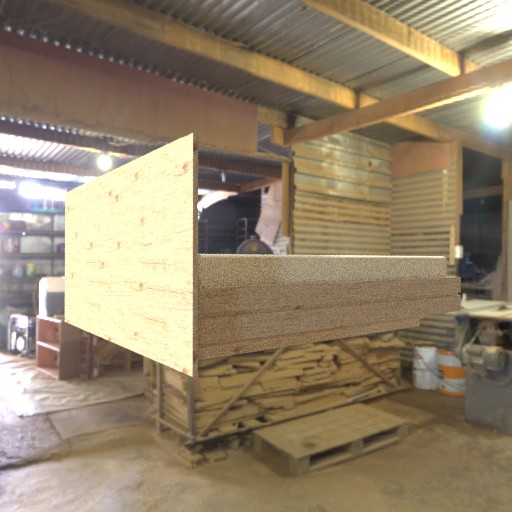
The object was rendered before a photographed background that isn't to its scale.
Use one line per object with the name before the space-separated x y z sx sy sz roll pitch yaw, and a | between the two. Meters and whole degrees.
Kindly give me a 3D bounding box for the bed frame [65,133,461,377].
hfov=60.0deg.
bed frame | 0.000 0.000 3.133 2.080 0.970 1.950 0 -1 -37
